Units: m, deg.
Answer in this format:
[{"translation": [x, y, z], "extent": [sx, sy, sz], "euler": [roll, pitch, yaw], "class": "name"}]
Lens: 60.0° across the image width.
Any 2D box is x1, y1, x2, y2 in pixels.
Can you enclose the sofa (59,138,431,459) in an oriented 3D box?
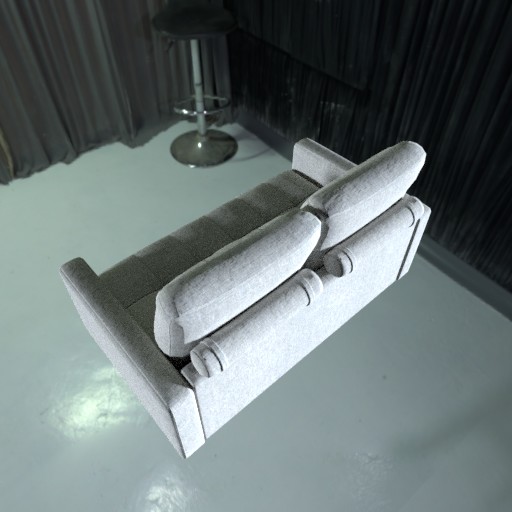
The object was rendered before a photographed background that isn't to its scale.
[{"translation": [0.000, 0.000, 1.932], "extent": [1.407, 0.907, 0.842], "euler": [-33, 55, -27], "class": "sofa"}]
